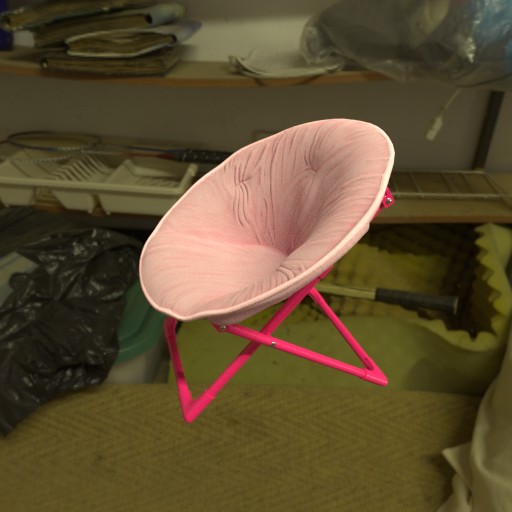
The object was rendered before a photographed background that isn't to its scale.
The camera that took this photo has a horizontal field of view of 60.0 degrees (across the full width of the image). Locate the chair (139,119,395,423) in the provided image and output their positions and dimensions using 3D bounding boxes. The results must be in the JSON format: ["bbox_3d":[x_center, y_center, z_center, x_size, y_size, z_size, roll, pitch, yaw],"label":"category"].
[{"bbox_3d":[0.000,0.000,0.890,0.459,0.494,0.522,-9,30,-16],"label":"chair"}]
